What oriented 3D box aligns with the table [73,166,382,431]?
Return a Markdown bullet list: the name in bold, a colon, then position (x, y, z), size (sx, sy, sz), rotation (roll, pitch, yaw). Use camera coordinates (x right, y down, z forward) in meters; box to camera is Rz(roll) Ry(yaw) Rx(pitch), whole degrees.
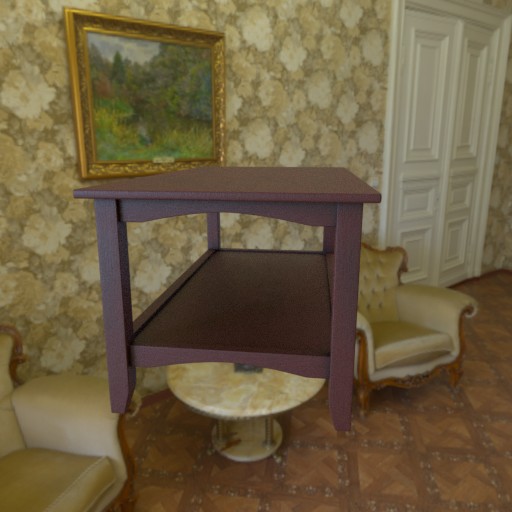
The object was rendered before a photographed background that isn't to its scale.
- **table**: position (0.000, 0.000, 1.257), size (0.533, 0.456, 0.943), rotation (2, 14, 7)
